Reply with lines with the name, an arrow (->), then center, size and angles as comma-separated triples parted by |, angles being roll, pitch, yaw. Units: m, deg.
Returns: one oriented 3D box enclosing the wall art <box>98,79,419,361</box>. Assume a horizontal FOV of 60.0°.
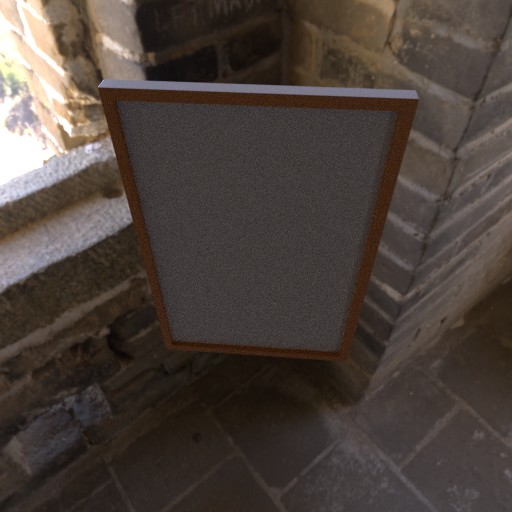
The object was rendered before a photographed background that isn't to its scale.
wall art -> 0.000, 0.000, 0.781 | 0.405, 0.608, 0.025 | 3, 46, 3
